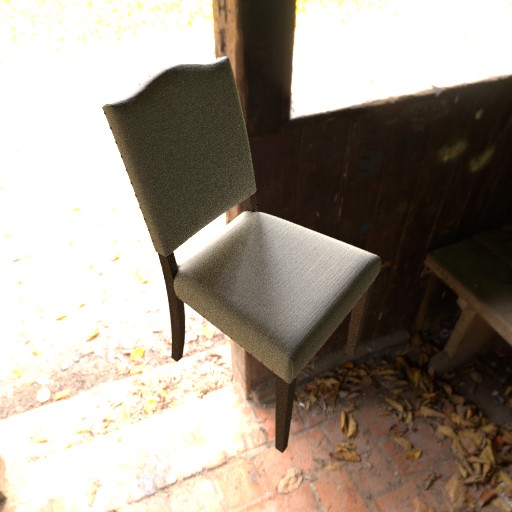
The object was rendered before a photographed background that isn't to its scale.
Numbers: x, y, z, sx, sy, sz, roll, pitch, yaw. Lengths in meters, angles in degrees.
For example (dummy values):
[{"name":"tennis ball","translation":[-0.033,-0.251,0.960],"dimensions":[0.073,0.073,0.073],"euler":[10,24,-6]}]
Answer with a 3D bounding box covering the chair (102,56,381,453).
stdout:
[{"name":"chair","translation":[0.000,0.000,1.357],"dimensions":[0.619,1.015,0.508],"euler":[27,48,27]}]
